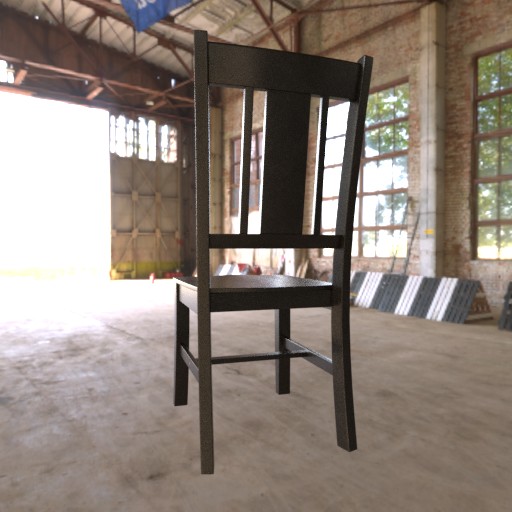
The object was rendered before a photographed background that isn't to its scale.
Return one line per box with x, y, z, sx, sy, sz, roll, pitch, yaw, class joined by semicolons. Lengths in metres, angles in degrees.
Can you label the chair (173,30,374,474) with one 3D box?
0.000;0.000;1.283;0.450;0.998;0.555;0;1;-18;chair
